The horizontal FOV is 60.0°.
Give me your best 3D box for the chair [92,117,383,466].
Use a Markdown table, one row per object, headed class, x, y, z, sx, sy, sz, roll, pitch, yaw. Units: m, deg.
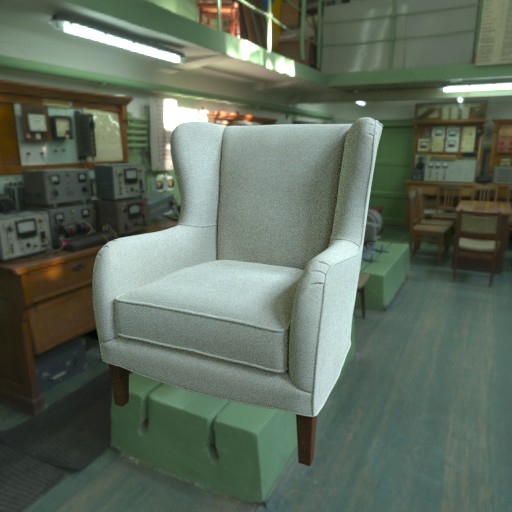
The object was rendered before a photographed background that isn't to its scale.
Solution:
| class | x | y | z | sx | sy | sz | roll | pitch | yaw |
| --- | --- | --- | --- | --- | --- | --- | --- | --- | --- |
| chair | 0.000 | 0.000 | 1.740 | 0.838 | 1.040 | 0.966 | 7 | 16 | 24 |
